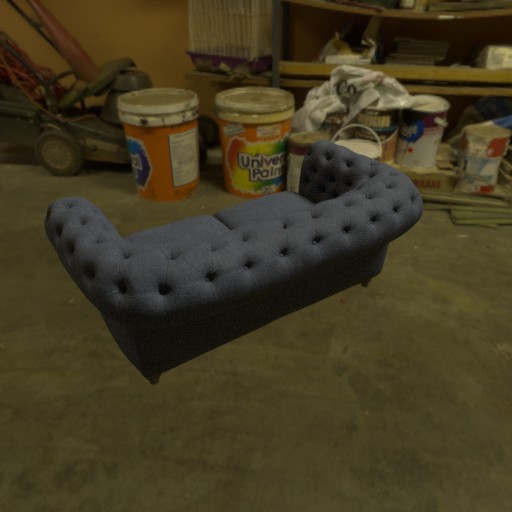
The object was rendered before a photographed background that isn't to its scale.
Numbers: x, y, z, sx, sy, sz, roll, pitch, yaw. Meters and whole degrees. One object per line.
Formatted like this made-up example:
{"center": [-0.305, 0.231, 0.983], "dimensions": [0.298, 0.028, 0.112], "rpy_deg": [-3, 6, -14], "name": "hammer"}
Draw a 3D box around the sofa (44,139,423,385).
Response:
{"center": [0.000, 0.000, 2.548], "dimensions": [1.988, 0.833, 1.082], "rpy_deg": [-20, 37, -28], "name": "sofa"}
